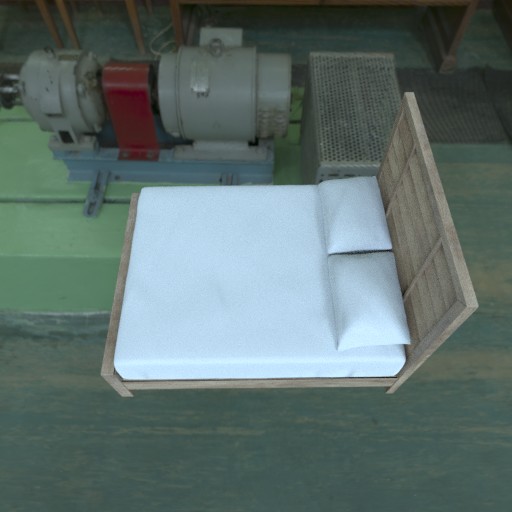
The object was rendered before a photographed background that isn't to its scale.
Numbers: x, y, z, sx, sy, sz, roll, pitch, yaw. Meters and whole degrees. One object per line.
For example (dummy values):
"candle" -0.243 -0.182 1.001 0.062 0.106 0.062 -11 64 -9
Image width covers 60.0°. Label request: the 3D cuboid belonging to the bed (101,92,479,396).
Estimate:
"bed" 0.000 0.000 3.306 2.197 1.626 1.626 -1 58 0
